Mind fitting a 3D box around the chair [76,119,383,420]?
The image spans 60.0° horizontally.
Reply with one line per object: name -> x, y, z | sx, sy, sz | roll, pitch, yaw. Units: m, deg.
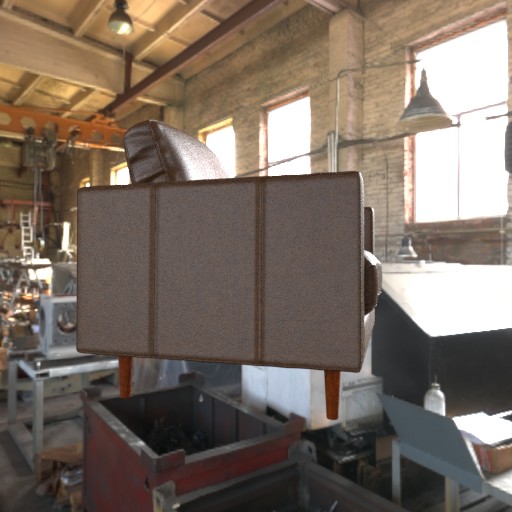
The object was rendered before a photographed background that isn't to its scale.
chair -> 0.000, 0.000, 1.677 | 0.909, 0.956, 0.890 | 0, -1, 17
